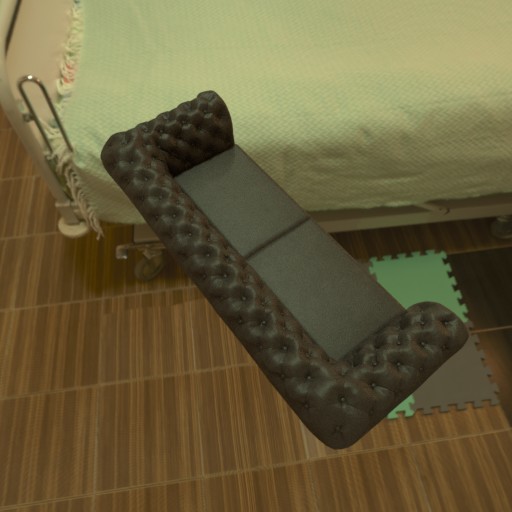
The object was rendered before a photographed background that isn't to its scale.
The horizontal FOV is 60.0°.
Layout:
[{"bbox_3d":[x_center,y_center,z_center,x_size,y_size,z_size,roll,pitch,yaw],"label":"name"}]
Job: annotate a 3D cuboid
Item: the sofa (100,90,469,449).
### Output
[{"bbox_3d":[0.000,0.000,2.824,0.944,0.783,2.385,-33,64,-18],"label":"sofa"}]
